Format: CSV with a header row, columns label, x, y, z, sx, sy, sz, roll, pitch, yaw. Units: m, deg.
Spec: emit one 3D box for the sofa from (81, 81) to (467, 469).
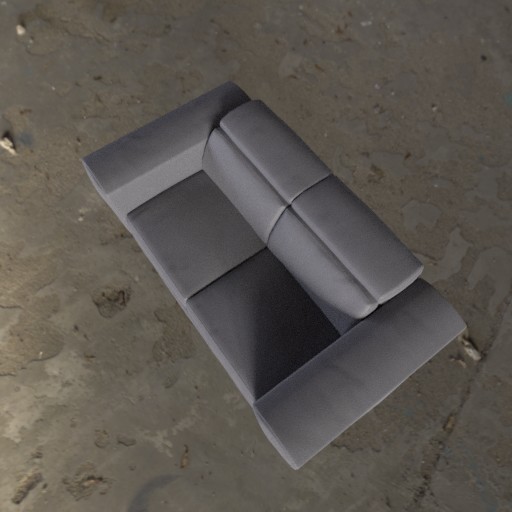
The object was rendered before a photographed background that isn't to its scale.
label,x,y,z,sx,sy,sz,roll,pitch,yaw
sofa,0.000,0.000,2.386,1.003,0.779,1.895,-33,69,-15
